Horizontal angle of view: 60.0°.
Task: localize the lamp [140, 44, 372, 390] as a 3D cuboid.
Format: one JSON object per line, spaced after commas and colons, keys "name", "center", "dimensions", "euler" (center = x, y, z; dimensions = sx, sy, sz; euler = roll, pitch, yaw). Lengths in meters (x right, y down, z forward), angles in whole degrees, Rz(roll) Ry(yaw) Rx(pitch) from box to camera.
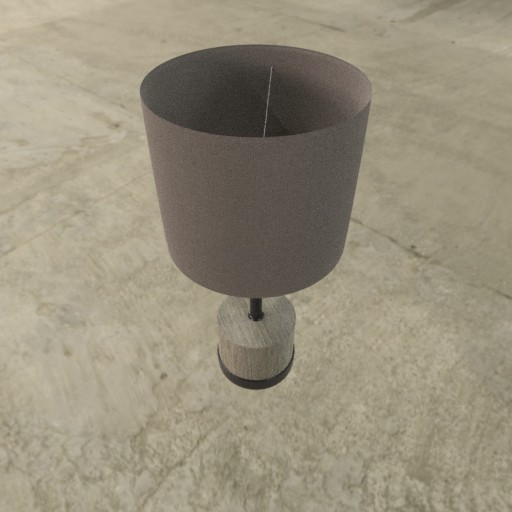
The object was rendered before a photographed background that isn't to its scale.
{"name": "lamp", "center": [0.000, 0.000, 0.599], "dimensions": [0.229, 0.470, 0.229], "euler": [-14, 45, -15]}
